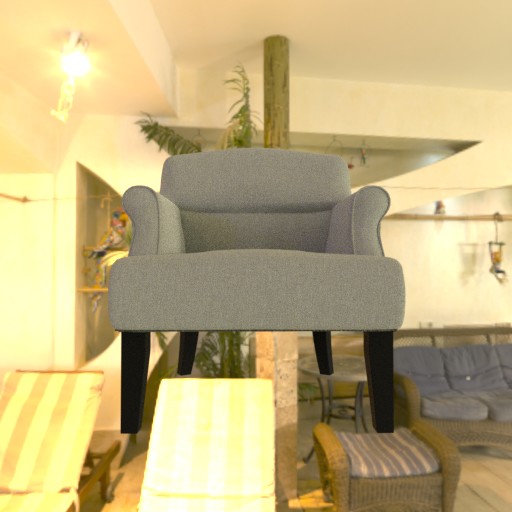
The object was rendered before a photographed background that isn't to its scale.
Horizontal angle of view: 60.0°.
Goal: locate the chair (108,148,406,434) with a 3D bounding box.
[{"bbox_3d":[0.000,0.000,1.426,0.772,0.880,0.755,0,-1,0],"label":"chair"}]
